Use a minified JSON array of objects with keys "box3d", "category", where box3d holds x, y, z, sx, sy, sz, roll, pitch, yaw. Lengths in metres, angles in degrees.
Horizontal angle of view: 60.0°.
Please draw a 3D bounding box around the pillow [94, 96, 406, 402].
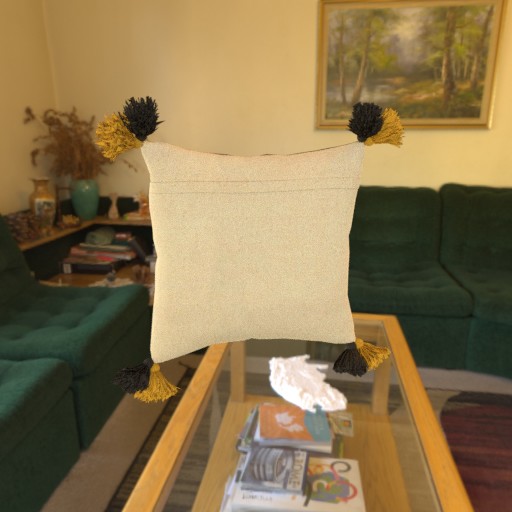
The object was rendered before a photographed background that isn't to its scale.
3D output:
[{"box3d":[0.000,0.000,0.974,0.654,0.659,0.139,-3,16,-9],"category":"pillow"}]
